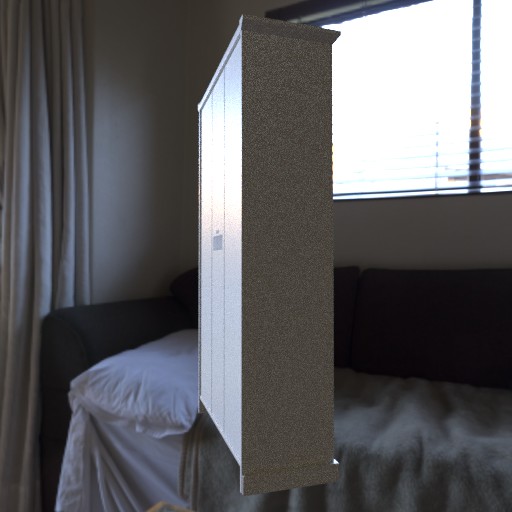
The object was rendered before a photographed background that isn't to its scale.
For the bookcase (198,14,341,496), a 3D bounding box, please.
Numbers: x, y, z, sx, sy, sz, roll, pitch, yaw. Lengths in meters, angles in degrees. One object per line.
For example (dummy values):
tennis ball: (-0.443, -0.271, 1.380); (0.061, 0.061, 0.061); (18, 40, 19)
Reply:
bookcase: (0.000, 0.000, 2.286); (0.432, 1.880, 1.050); (0, -1, -17)
